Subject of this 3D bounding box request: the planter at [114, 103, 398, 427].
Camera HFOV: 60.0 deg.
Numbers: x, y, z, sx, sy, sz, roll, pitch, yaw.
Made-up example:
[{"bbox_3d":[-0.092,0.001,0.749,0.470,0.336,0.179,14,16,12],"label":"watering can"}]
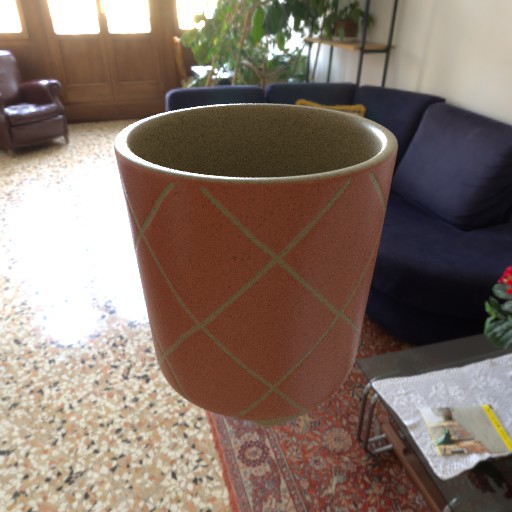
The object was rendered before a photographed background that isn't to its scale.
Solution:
[{"bbox_3d":[0.000,0.000,0.358,0.191,0.200,0.191,0,31,0],"label":"planter"}]
